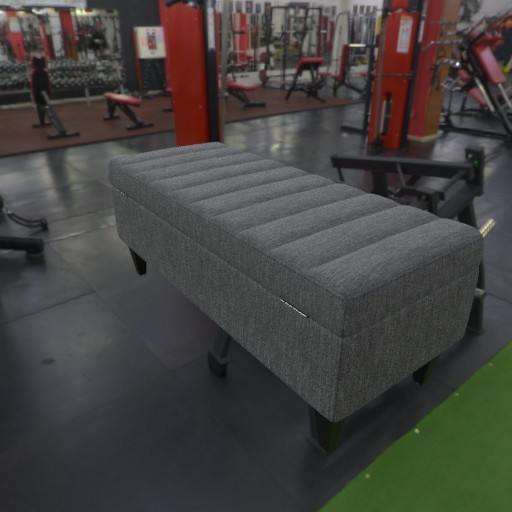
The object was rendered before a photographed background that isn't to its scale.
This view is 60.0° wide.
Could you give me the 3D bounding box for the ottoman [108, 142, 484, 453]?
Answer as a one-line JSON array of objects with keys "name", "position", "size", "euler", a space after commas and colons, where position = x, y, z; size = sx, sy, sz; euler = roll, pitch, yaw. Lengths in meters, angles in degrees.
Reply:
[{"name": "ottoman", "position": [0.000, 0.000, 1.380], "size": [0.482, 0.469, 1.151], "euler": [-19, 32, -32]}]
